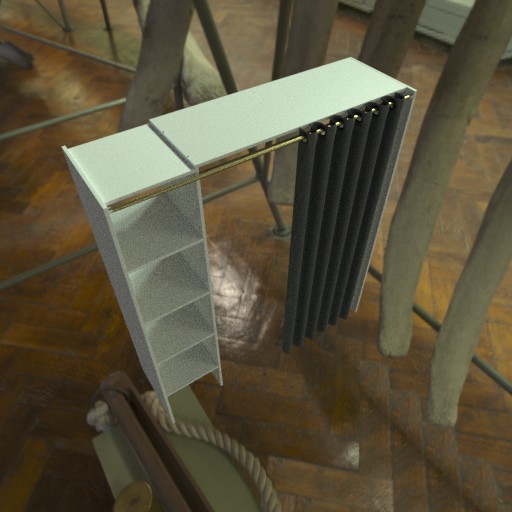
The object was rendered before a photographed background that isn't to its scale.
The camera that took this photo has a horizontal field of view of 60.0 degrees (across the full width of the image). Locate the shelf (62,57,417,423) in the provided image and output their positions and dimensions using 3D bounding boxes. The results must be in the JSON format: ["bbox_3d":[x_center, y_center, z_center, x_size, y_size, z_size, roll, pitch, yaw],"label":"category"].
[{"bbox_3d":[0.000,0.000,2.645,1.600,1.810,0.500,-26,52,-23],"label":"shelf"}]
